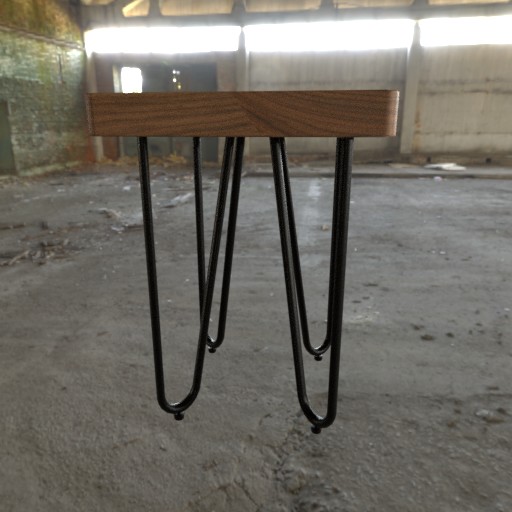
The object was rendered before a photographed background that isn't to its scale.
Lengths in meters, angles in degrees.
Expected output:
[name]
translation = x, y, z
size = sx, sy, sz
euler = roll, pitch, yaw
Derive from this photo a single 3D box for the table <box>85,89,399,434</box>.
[table]
translation = 0.000, 0.000, 0.965
size = 0.480, 0.641, 0.479
euler = 2, 17, 8
